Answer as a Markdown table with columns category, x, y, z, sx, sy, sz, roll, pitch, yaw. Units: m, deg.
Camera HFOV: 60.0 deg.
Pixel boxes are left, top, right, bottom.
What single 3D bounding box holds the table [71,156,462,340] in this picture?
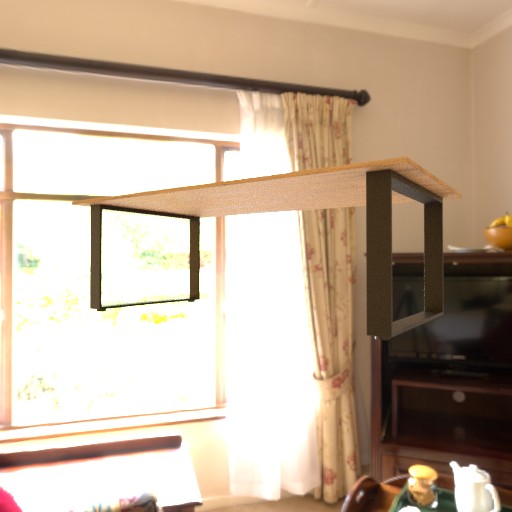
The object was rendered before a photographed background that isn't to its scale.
| category | x | y | z | sx | sy | sz | roll | pitch | yaw |
| --- | --- | --- | --- | --- | --- | --- | --- | --- | --- |
| table | 0.000 | 0.000 | 1.689 | 1.331 | 0.445 | 0.693 | -1 | -1 | 35 |
